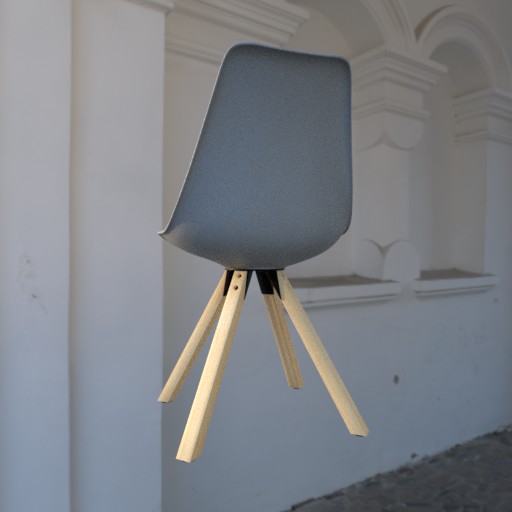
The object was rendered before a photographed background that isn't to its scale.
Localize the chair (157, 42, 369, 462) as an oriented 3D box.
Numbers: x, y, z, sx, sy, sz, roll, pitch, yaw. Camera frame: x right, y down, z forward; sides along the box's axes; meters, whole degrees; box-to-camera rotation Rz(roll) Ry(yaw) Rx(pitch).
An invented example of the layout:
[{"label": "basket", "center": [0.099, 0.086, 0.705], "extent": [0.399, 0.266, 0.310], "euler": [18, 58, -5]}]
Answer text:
[{"label": "chair", "center": [0.000, 0.000, 1.149], "extent": [0.485, 0.850, 0.549], "euler": [0, 1, -18]}]
